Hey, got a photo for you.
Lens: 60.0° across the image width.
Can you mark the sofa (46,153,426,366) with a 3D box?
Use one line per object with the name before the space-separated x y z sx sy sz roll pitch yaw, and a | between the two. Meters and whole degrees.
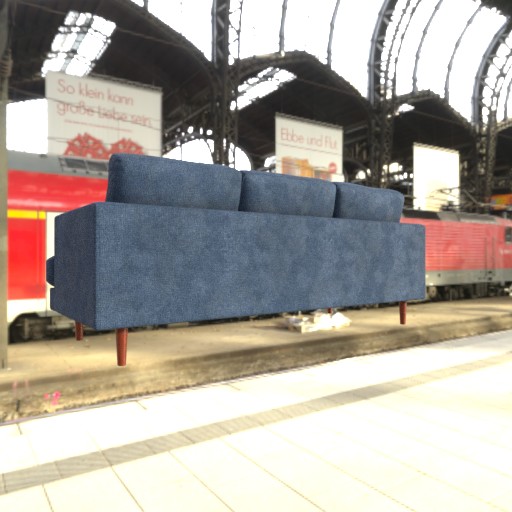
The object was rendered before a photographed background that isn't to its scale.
sofa | 0.000 0.000 2.745 2.246 0.930 0.903 0 0 -36
